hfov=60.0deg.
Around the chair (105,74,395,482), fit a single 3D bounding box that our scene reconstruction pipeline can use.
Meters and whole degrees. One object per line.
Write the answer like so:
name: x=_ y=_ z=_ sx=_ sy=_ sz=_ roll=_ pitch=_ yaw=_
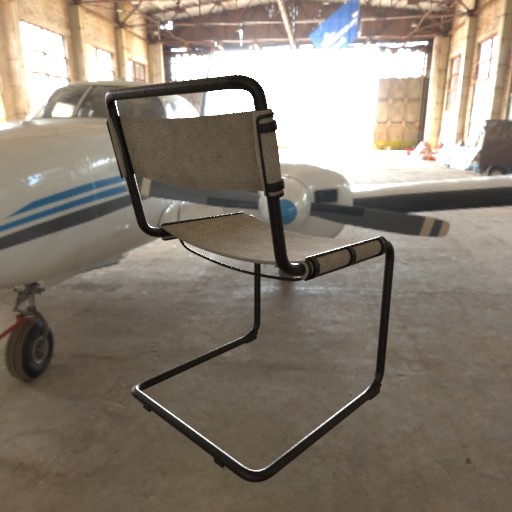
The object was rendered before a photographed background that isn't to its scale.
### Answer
chair: x=0.000 y=0.000 z=1.067 sx=0.499 sy=0.747 sz=0.497 roll=15 pitch=21 yaw=42
